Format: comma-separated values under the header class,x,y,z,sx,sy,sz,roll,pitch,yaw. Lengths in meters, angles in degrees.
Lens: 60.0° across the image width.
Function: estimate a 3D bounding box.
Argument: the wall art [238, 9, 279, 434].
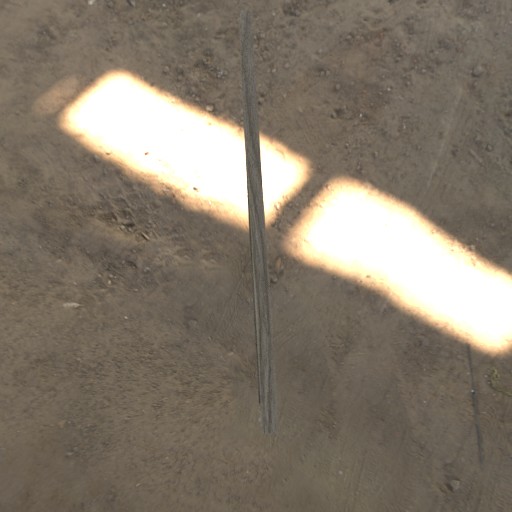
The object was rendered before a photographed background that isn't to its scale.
class,x,y,z,sx,sy,sz,roll,pitch,yaw
wall art,0.000,0.000,0.739,0.016,0.507,0.508,-3,74,-1
